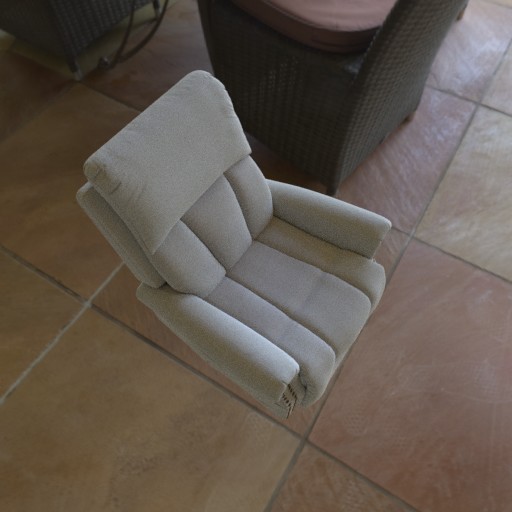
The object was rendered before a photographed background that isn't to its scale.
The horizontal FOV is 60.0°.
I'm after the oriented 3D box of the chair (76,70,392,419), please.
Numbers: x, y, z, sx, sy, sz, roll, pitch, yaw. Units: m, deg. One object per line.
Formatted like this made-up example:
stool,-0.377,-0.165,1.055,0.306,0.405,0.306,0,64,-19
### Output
chair,0.000,0.000,1.761,0.979,1.031,0.871,31,64,17
